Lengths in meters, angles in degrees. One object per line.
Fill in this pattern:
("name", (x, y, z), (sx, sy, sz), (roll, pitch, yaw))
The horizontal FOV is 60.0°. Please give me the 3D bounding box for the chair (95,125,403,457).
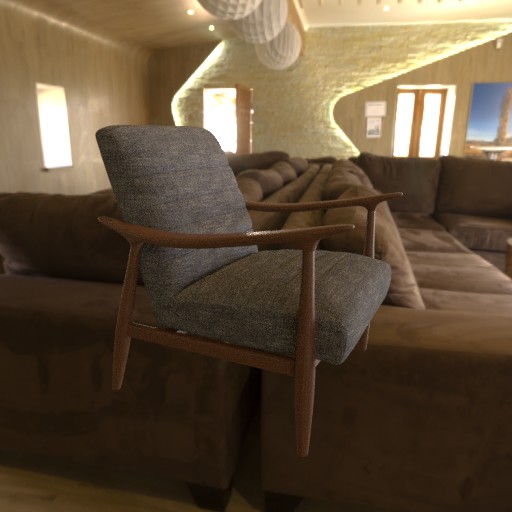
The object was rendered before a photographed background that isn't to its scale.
("chair", (0.000, 0.000, 1.450), (0.798, 0.832, 0.741), (7, 16, 25))
